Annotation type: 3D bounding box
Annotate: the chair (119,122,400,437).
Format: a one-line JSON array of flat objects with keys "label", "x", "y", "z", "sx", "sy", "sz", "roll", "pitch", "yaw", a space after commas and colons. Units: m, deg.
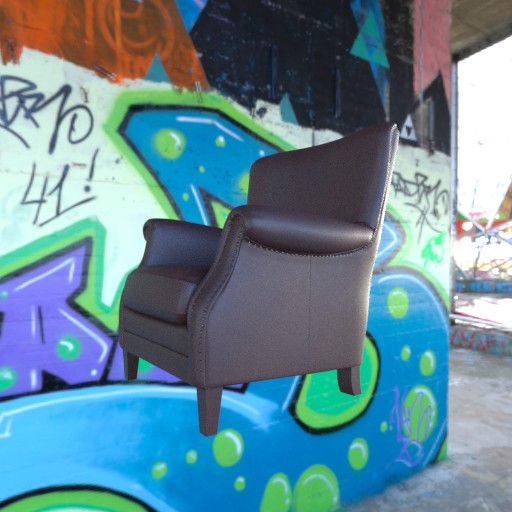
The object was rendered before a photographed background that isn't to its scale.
[{"label": "chair", "x": 0.000, "y": 0.000, "z": 1.389, "sx": 0.746, "sy": 0.800, "sz": 0.700, "roll": 0, "pitch": 1, "yaw": -36}]
